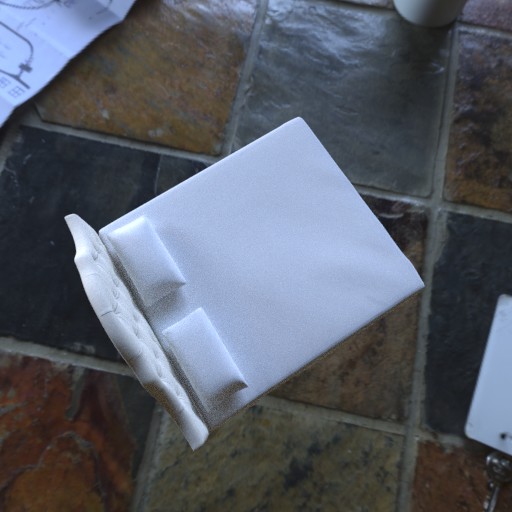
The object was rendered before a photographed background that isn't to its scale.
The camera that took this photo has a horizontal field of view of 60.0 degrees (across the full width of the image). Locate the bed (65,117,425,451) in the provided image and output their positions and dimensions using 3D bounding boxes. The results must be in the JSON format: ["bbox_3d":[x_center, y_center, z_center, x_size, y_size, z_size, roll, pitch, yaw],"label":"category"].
[{"bbox_3d":[0.000,0.000,3.555,2.214,1.615,2.008,-31,78,-8],"label":"bed"}]
